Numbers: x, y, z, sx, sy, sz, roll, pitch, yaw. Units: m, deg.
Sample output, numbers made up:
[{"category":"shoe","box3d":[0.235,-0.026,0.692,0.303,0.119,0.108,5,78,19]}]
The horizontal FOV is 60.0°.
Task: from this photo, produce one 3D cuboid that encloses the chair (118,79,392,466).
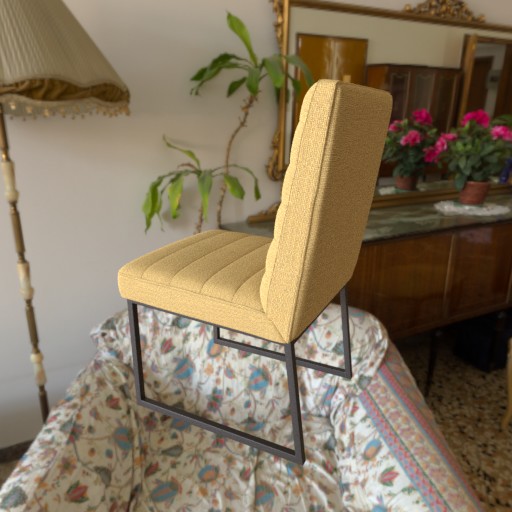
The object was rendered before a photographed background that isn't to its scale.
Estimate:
[{"category":"chair","box3d":[0.000,0.000,1.309,0.634,0.930,0.520,9,20,26]}]
